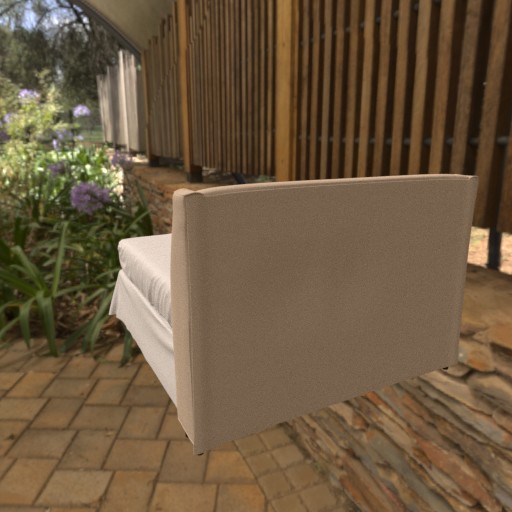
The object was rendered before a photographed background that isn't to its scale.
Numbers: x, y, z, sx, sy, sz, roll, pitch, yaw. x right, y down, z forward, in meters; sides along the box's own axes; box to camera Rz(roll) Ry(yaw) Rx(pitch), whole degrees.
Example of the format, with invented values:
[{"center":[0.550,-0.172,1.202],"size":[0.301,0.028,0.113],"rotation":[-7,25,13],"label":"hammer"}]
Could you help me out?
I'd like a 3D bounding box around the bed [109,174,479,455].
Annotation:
[{"center":[0.000,0.000,3.386],"size":[1.925,1.332,2.276],"rotation":[-8,17,-27],"label":"bed"}]
